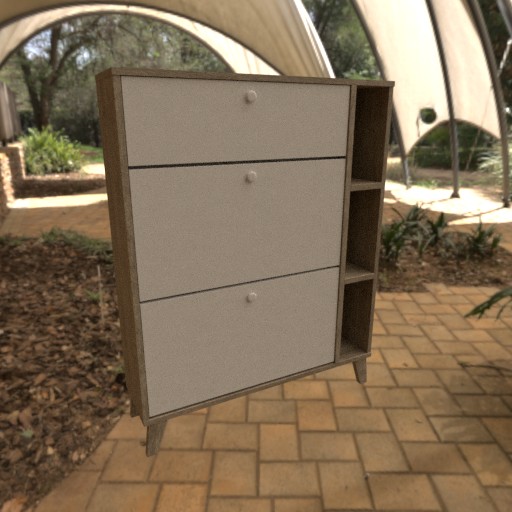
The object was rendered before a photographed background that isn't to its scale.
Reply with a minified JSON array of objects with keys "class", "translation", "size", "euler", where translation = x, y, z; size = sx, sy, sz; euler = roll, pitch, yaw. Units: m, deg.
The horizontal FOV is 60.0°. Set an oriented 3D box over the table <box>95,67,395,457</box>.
[{"class":"table","translation":[0.000,0.000,1.522],"size":[0.902,1.135,0.256],"euler":[-9,19,-26]}]
